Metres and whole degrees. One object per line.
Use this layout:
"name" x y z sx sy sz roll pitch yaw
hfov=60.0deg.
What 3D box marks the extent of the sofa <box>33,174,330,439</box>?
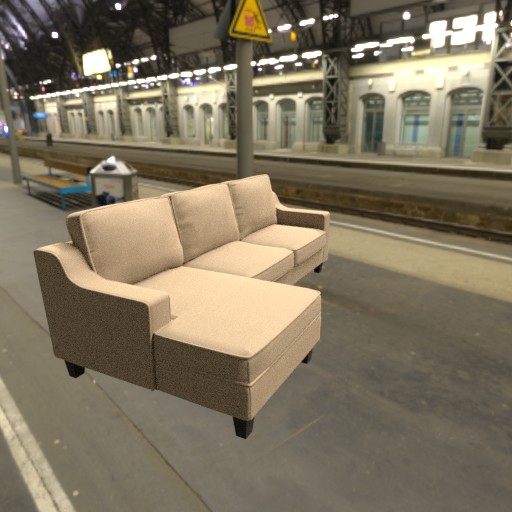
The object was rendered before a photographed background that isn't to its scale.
"sofa" 0.000 0.000 3.177 1.294 0.928 2.561 8 18 27
